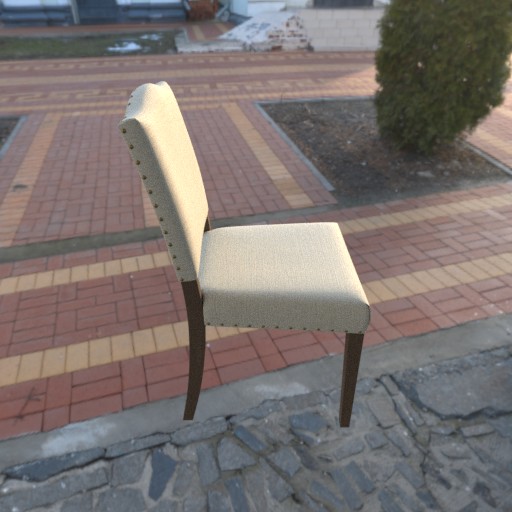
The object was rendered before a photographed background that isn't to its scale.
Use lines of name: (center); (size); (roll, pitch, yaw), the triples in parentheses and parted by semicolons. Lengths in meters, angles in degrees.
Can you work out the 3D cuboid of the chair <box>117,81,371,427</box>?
chair: (0.000, 0.000, 1.383); (0.619, 1.015, 0.508); (-1, 32, -1)
